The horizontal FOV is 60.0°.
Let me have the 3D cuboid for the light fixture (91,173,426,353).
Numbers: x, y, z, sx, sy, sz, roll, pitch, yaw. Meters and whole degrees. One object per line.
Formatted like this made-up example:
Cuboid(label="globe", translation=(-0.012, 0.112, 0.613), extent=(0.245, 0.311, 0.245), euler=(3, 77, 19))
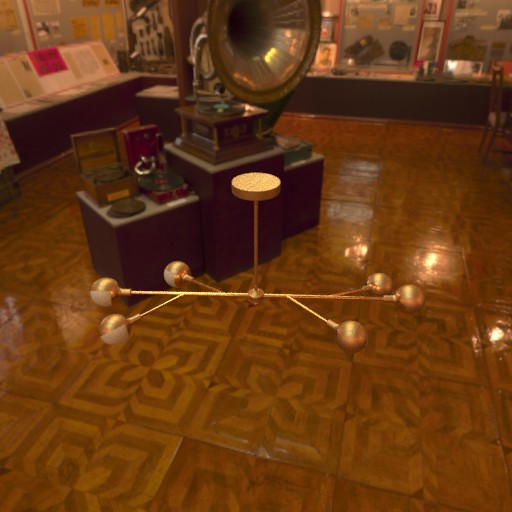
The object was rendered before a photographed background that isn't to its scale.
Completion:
Cuboid(label="light fixture", translation=(0.000, 0.000, 1.013), extent=(0.778, 0.362, 0.434), euler=(10, 33, 15))
